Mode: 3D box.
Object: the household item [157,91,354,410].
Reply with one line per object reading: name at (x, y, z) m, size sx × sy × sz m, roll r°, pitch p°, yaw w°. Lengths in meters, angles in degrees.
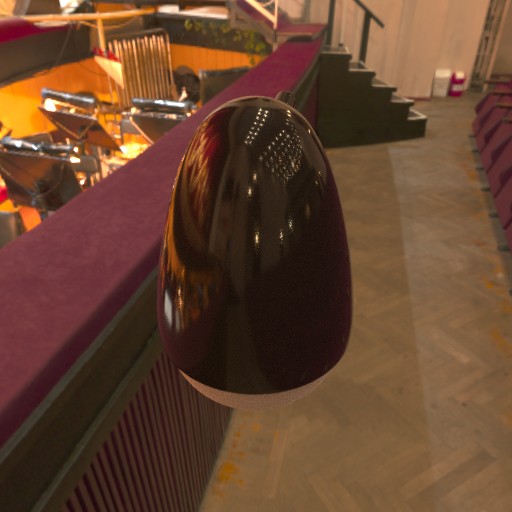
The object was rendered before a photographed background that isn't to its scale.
household item at (0.000, 0.000, 0.218) m, size 0.102 × 0.152 × 0.104 m, roll 10°, pitch 34°, yaw 15°
